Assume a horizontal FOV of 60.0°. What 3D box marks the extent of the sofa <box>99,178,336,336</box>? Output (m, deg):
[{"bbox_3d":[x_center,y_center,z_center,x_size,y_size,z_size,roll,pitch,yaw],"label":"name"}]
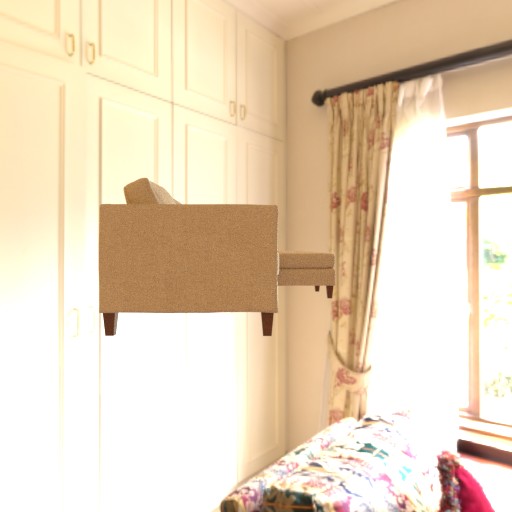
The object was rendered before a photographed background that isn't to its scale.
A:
[{"bbox_3d":[0.000,0.000,3.856,1.625,0.846,3.186,0,0,0],"label":"sofa"}]
